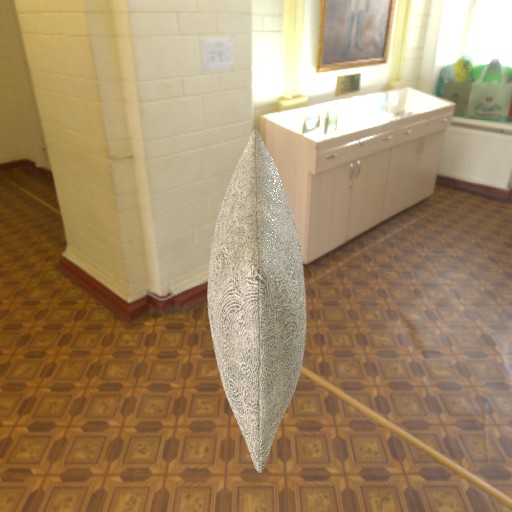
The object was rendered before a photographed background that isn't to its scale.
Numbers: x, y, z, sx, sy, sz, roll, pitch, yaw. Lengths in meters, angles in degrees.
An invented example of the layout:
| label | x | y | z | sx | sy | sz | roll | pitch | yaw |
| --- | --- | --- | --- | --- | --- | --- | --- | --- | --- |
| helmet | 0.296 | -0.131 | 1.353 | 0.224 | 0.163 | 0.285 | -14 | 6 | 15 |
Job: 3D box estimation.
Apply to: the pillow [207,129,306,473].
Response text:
| label | x | y | z | sx | sy | sz | roll | pitch | yaw |
| --- | --- | --- | --- | --- | --- | --- | --- | --- | --- |
| pillow | 0.000 | 0.000 | 0.750 | 0.151 | 0.295 | 0.615 | 0 | 28 | 0 |
